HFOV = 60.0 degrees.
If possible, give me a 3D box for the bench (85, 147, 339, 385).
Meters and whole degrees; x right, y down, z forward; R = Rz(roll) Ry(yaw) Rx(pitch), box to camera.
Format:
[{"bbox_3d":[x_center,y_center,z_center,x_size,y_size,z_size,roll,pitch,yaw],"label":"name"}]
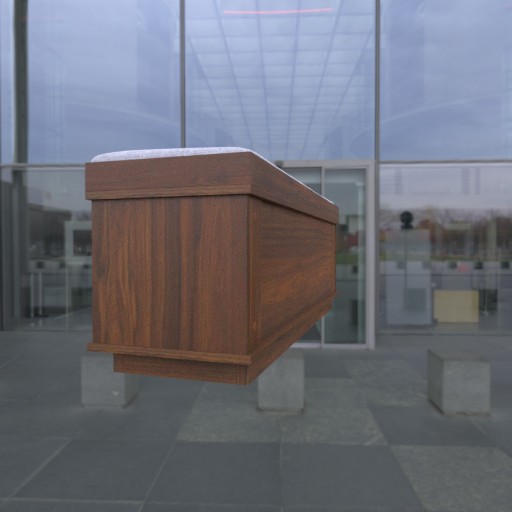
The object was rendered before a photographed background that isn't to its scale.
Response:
[{"bbox_3d":[0.000,0.000,1.411,0.367,0.468,1.196,0,1,18],"label":"bench"}]
